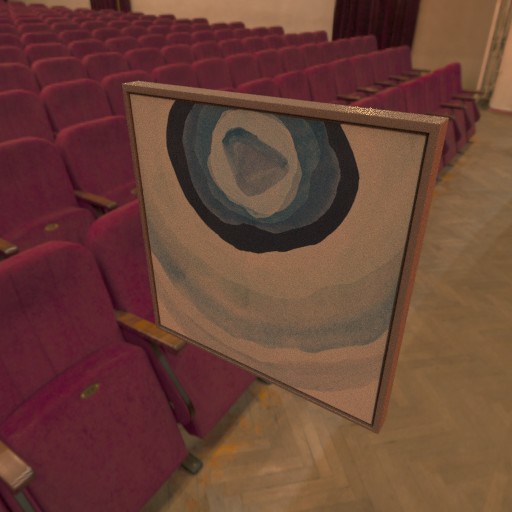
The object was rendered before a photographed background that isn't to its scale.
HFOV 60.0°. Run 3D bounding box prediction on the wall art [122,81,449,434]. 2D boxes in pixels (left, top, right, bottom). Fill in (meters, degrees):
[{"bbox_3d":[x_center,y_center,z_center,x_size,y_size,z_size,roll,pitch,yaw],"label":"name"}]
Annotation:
[{"bbox_3d":[0.000,0.000,0.511,0.349,0.349,0.028,18,34,29],"label":"wall art"}]
